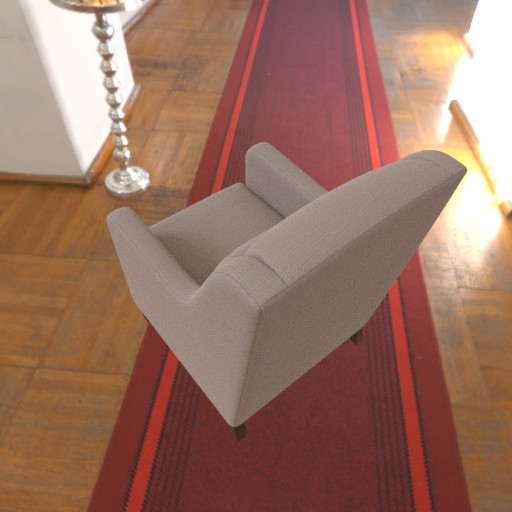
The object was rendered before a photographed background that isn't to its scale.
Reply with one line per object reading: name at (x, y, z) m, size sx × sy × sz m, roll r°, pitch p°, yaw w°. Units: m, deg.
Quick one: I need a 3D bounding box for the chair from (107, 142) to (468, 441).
chair at (0.000, 0.000, 1.571) m, size 0.715 × 1.017 × 0.896 m, roll -31°, pitch 55°, yaw -25°
